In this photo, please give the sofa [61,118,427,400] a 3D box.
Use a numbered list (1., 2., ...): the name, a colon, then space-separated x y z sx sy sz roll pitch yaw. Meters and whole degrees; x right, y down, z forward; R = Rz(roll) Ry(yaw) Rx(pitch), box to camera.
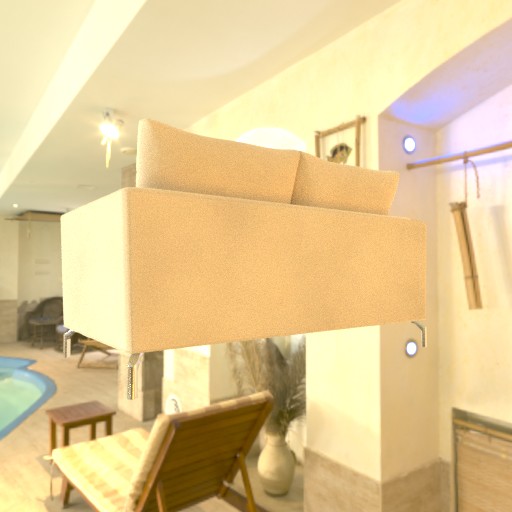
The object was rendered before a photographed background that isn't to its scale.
1. sofa: 0.000 0.000 2.325 1.739 0.995 0.906 1 -2 -36
